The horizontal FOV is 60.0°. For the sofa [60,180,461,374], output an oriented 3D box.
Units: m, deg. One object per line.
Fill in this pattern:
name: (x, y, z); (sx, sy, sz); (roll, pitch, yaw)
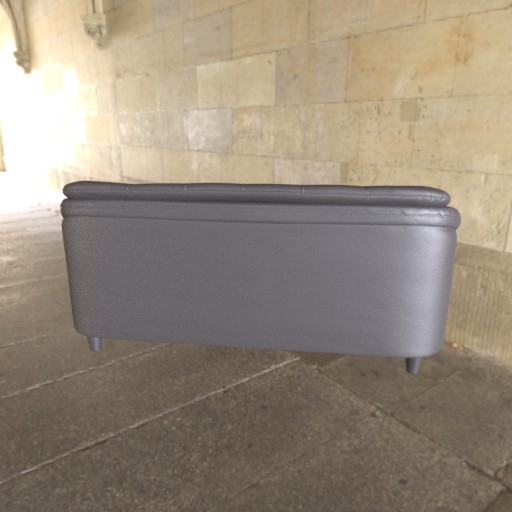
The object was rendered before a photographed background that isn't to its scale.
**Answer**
sofa: (0.000, 0.000, 2.222); (1.829, 0.811, 0.800); (2, 16, 7)
